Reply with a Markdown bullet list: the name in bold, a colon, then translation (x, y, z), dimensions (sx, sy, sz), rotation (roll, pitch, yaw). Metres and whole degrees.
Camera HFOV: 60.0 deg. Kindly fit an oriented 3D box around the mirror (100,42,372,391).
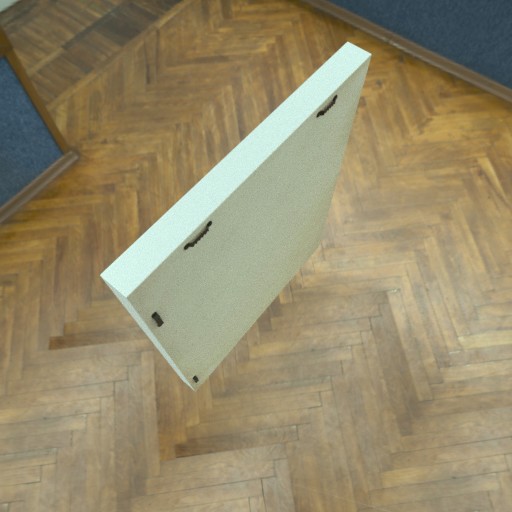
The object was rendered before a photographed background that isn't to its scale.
- **mirror**: translation (0.000, 0.000, 0.699), dimensions (0.041, 0.509, 0.406), rotation (36, 69, 16)
